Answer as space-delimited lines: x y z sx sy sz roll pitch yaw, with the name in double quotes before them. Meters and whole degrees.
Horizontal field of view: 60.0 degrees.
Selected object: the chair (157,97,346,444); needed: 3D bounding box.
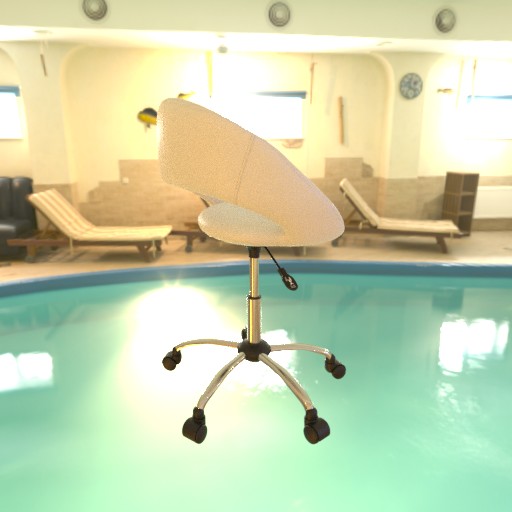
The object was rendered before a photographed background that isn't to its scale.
"chair" 0.000 0.000 1.197 0.538 0.791 0.612 -8 17 -26
